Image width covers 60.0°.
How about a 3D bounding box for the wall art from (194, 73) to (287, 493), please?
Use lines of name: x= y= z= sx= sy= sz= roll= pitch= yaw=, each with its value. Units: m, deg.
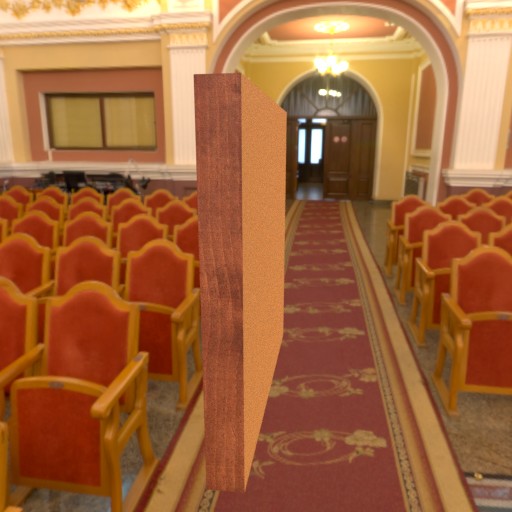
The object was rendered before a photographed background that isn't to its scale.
wall art: x=0.000 y=0.000 z=0.576 sx=0.038 sy=0.385 sz=0.386 roll=2 pitch=14 yaw=9
